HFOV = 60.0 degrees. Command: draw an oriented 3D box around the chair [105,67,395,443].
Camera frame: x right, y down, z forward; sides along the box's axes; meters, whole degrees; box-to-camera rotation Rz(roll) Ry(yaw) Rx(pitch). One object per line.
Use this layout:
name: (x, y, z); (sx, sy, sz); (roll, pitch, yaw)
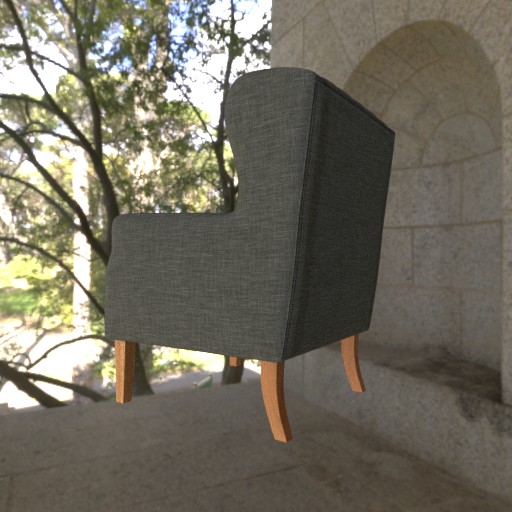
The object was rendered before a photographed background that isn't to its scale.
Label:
chair: (0.000, 0.000, 1.517); (0.775, 0.953, 0.711); (0, 0, 35)
